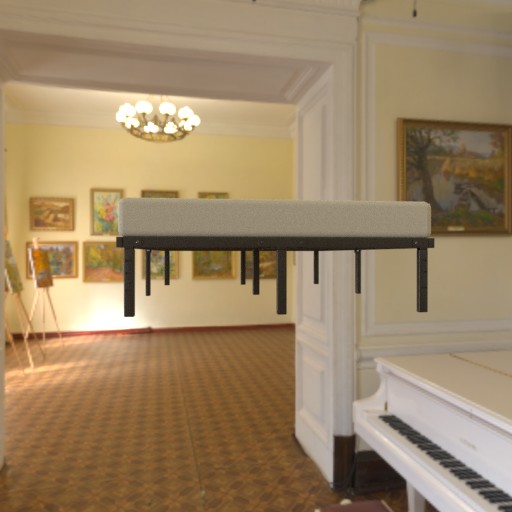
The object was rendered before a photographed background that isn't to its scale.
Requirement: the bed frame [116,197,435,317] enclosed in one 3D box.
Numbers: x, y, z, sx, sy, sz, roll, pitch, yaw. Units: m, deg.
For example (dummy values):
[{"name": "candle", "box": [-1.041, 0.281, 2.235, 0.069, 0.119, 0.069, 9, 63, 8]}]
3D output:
[{"name": "bed frame", "box": [0.000, 0.000, 3.904, 2.205, 0.680, 2.842, 0, 0, 1]}]
